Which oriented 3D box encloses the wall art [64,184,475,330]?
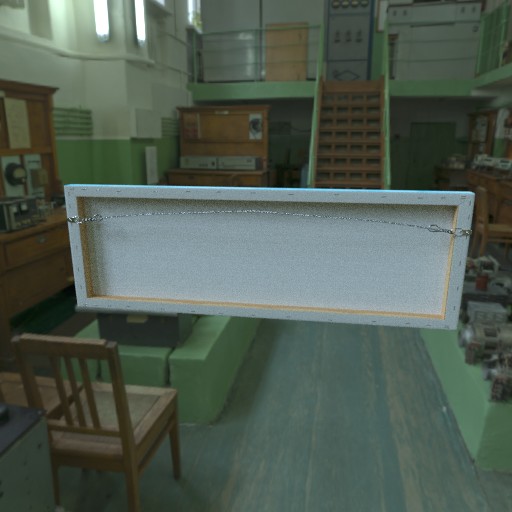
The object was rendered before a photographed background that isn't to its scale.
[{"bbox_3d":[0.000,0.000,0.843,0.759,0.254,0.044,2,16,9],"label":"wall art"}]
